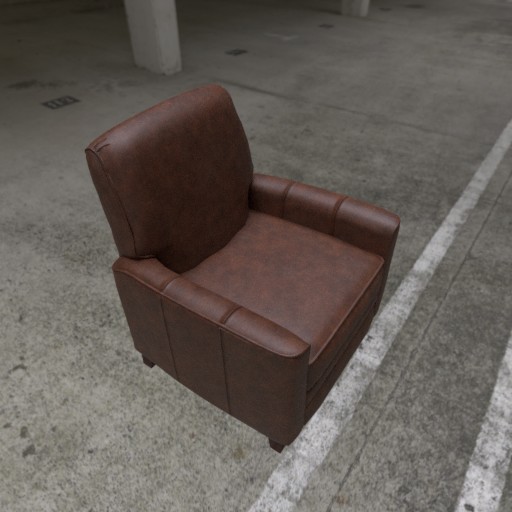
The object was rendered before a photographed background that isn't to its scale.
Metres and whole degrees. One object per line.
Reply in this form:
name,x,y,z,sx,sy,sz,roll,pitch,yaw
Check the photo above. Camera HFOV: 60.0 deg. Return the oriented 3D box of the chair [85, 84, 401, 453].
chair,0.000,0.000,1.666,0.850,1.010,0.839,24,46,26
